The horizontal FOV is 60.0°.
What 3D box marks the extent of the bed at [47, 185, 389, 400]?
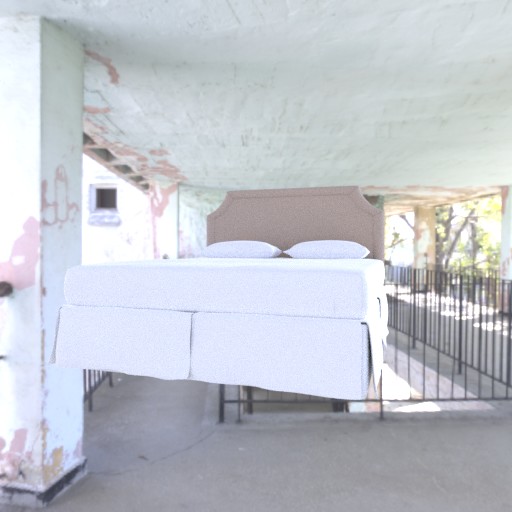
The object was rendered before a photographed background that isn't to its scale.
[{"bbox_3d":[0.000,0.000,4.128,2.350,1.590,2.773,0,1,18],"label":"bed"}]
